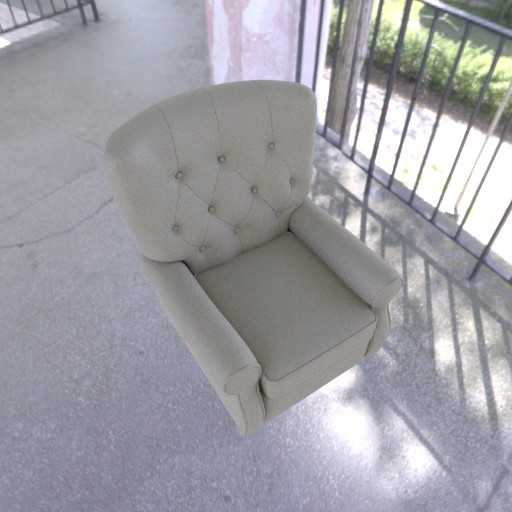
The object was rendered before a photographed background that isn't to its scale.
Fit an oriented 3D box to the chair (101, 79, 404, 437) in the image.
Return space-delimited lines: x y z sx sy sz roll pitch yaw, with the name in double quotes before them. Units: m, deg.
"chair" 0.000 0.000 1.935 0.943 1.158 1.059 -25 52 -22
